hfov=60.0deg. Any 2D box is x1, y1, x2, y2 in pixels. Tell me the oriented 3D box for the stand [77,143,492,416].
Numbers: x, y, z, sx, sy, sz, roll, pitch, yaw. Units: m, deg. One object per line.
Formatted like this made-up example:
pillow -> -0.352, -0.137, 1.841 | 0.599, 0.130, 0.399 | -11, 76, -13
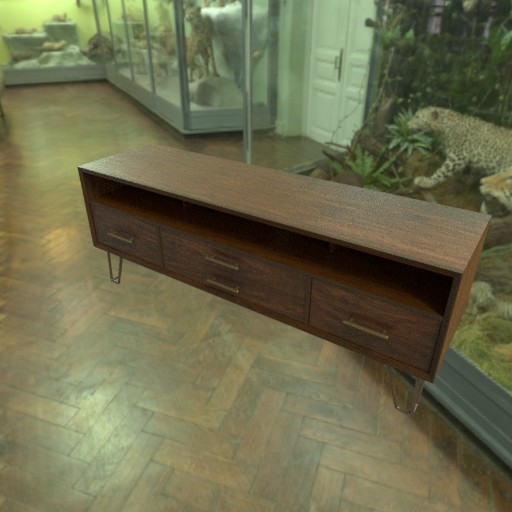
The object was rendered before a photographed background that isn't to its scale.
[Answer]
stand -> 0.000, 0.000, 1.890 | 1.626, 0.610, 0.481 | 18, 34, 29
